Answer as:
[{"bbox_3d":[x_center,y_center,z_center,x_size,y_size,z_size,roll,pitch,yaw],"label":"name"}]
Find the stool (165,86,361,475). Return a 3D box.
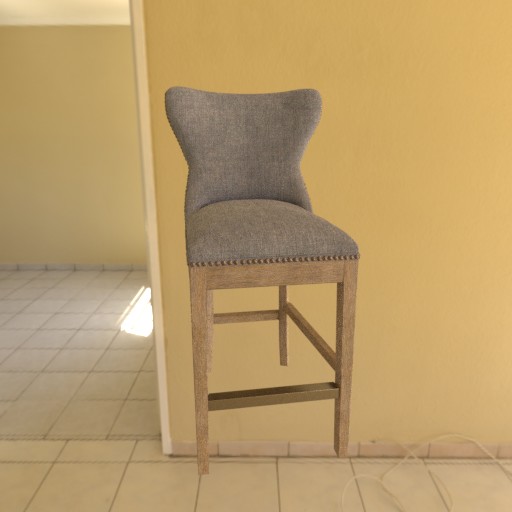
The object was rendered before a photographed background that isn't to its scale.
[{"bbox_3d":[0.000,0.000,1.320,0.498,0.981,0.608,-3,16,-9],"label":"stool"}]
